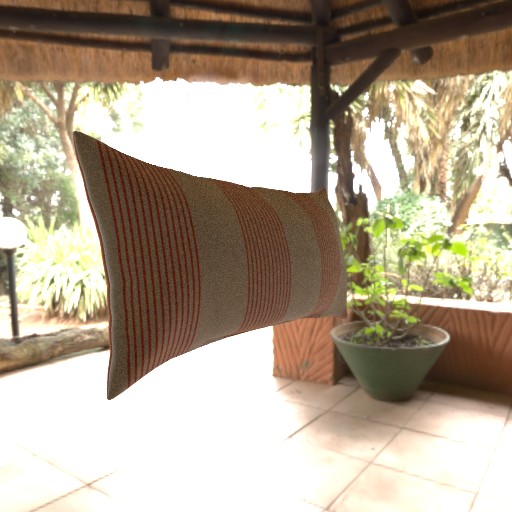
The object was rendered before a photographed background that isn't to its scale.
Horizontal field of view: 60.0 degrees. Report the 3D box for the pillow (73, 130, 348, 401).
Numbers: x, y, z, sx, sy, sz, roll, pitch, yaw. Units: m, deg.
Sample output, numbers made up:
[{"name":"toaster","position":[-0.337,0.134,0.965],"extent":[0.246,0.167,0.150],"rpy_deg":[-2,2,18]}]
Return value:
[{"name":"pillow","position":[0.000,0.000,0.724],"extent":[0.156,0.292,0.608],"rpy_deg":[1,2,36]}]
